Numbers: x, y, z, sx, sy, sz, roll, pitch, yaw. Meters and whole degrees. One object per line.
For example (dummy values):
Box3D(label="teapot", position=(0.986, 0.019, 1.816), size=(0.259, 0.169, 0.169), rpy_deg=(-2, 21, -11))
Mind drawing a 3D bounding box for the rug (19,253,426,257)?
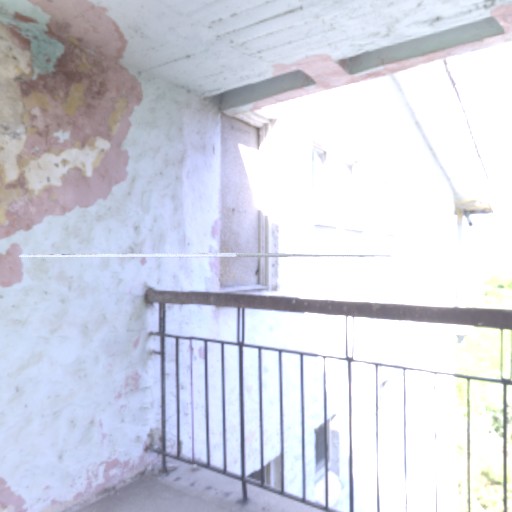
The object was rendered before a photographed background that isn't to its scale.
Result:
Box3D(label="rug", position=(0.000, 0.000, 2.862), size=(1.514, 0.014, 2.275), rpy_deg=(0, 0, 36))
